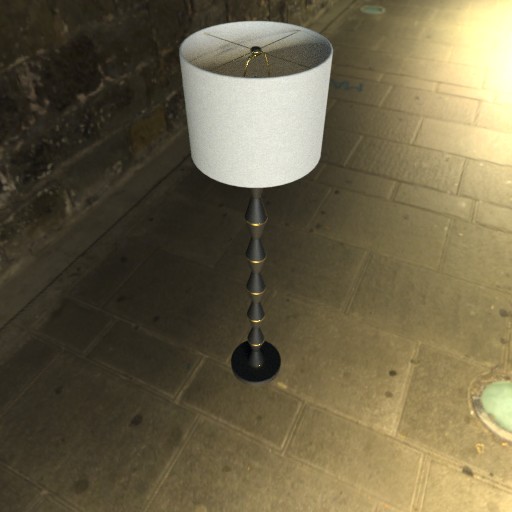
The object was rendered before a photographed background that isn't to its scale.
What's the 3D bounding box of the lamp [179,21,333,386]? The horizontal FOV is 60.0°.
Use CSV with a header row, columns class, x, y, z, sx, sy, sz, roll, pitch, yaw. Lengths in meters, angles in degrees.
class,x,y,z,sx,sy,sz,roll,pitch,yaw
lamp,0.000,0.000,1.627,0.381,1.480,0.381,31,53,27
